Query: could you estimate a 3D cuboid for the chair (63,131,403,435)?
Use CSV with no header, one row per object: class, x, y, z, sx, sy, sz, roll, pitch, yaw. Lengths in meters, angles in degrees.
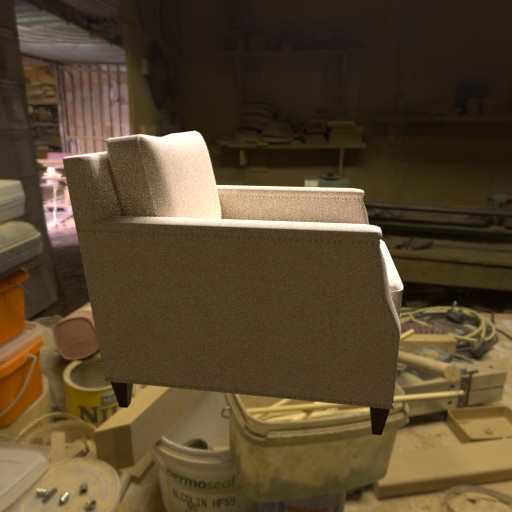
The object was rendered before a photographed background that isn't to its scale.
chair,0.000,0.000,1.751,1.041,0.940,0.838,3,17,9
